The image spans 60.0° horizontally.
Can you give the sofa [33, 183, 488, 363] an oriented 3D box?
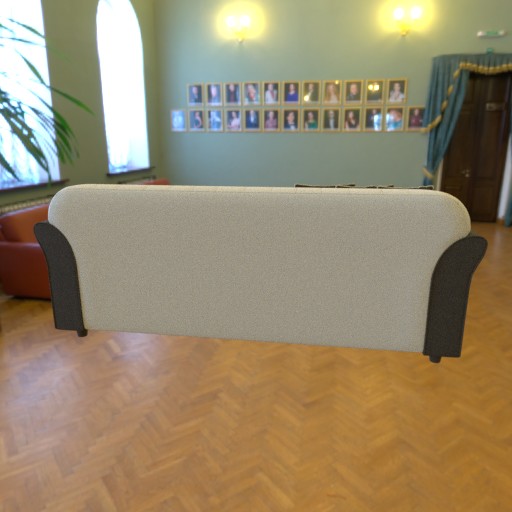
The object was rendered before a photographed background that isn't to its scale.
[{"bbox_3d":[0.000,0.000,2.331,2.001,0.787,0.755,2,15,9],"label":"sofa"}]
